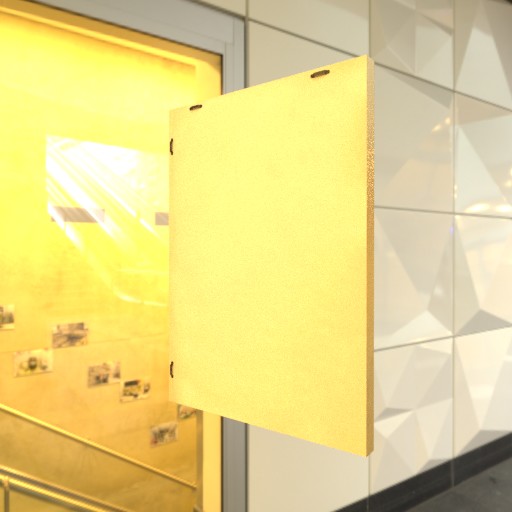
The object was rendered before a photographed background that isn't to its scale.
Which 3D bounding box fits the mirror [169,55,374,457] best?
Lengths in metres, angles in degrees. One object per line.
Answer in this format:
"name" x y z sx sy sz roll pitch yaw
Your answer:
"mirror" 0.000 0.000 0.944 0.507 0.710 0.040 0 0 36
